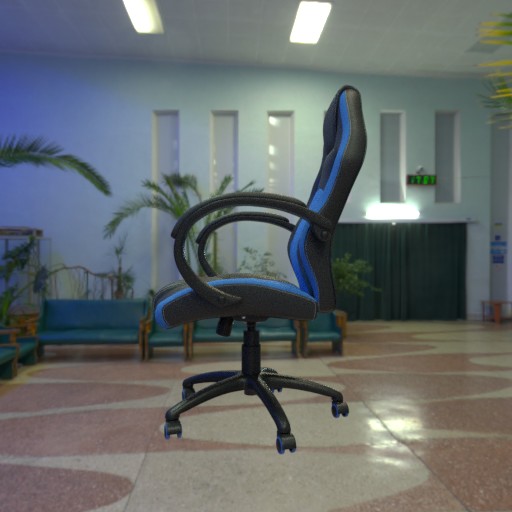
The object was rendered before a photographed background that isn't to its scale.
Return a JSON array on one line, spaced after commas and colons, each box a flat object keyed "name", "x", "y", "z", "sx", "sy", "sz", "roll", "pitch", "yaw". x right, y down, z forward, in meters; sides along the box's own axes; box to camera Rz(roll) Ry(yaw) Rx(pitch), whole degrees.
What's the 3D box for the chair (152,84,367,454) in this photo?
[{"name": "chair", "x": 0.000, "y": 0.000, "z": 1.638, "sx": 0.724, "sy": 1.187, "sz": 0.673, "roll": 0, "pitch": 0, "yaw": -1}]
